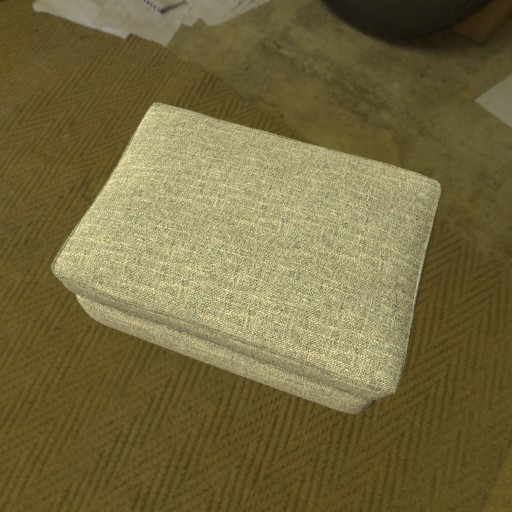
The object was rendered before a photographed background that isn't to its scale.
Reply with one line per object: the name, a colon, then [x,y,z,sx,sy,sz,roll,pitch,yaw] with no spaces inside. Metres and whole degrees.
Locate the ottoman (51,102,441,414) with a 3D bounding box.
ottoman: [0.000,0.000,1.008,0.686,0.406,0.508,18,65,9]
